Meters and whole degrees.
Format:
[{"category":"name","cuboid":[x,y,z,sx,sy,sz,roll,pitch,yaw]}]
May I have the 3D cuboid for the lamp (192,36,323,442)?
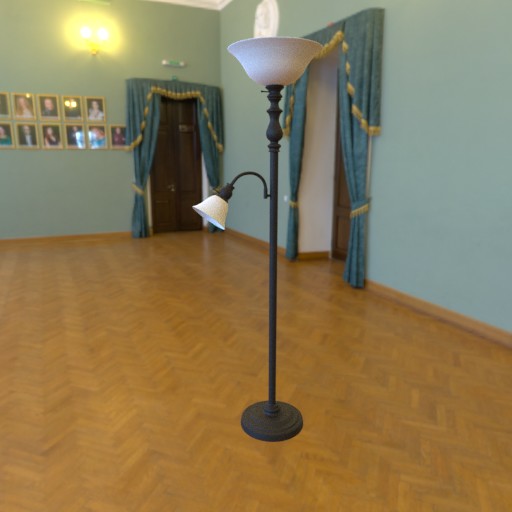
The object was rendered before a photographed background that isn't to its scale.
[{"category":"lamp","cuboid":[0.000,0.000,2.050,0.588,1.793,0.405,-6,14,-26]}]
